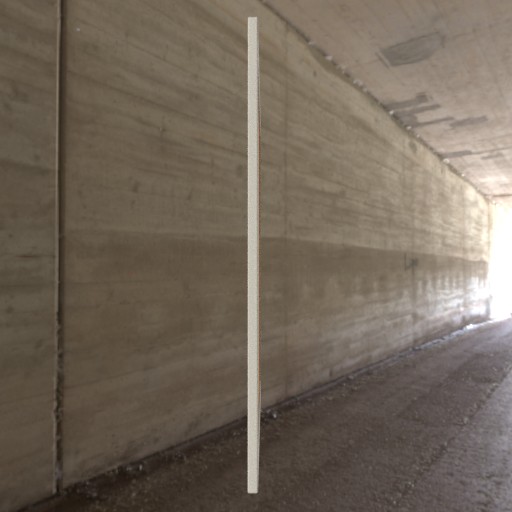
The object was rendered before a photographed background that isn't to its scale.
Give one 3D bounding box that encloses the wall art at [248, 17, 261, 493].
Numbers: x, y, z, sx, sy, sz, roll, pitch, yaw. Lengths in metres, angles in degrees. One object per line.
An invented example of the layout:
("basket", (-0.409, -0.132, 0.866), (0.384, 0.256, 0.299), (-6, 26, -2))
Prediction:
("wall art", (0.000, 0.000, 0.678), (0.012, 0.529, 0.374), (0, -1, 1))
